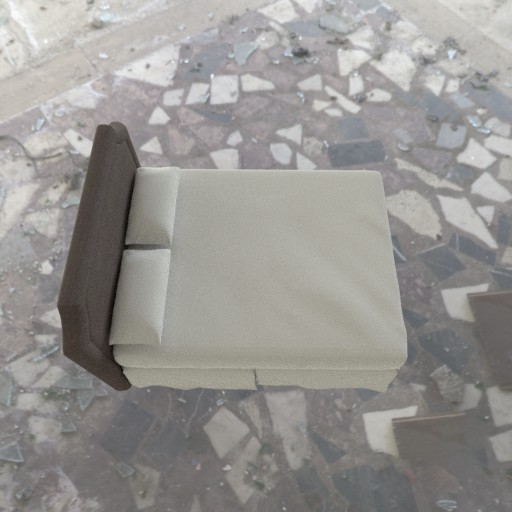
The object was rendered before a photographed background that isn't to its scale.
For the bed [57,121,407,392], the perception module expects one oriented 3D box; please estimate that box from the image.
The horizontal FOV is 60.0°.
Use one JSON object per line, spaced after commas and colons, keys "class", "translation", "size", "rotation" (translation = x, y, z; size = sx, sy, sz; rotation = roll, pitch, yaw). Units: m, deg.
{"class": "bed", "translation": [0.000, 0.000, 3.177], "size": [2.116, 1.290, 1.693], "rotation": [0, 63, 0]}
